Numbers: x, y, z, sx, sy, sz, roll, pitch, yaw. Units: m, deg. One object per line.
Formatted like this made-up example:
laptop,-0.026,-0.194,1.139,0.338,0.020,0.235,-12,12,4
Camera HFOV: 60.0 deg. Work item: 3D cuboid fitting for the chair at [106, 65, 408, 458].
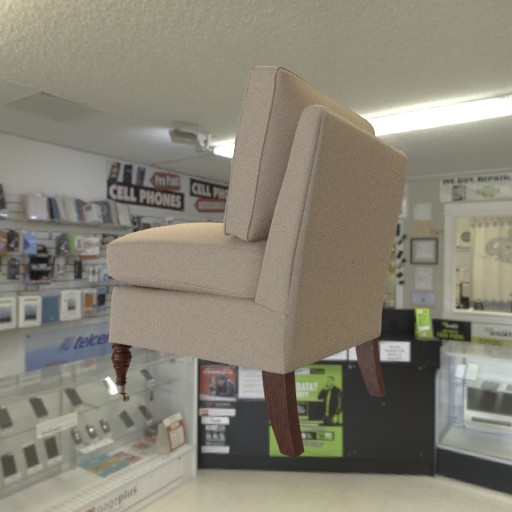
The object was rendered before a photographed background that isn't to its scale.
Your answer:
chair,0.000,0.000,1.635,0.912,1.052,0.724,0,0,36
